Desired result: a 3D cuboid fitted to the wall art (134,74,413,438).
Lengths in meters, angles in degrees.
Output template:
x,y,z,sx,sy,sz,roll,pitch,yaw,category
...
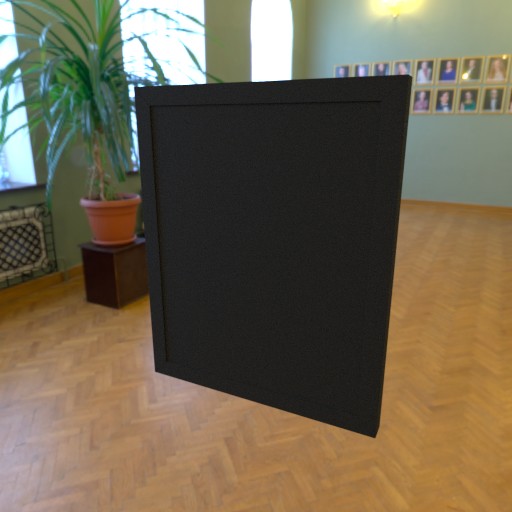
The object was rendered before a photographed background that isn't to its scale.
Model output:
x,y,z,sx,sy,sz,roll,pitch,yaw,category
0.000,0.000,0.763,0.457,0.559,0.033,8,19,25,wall art
